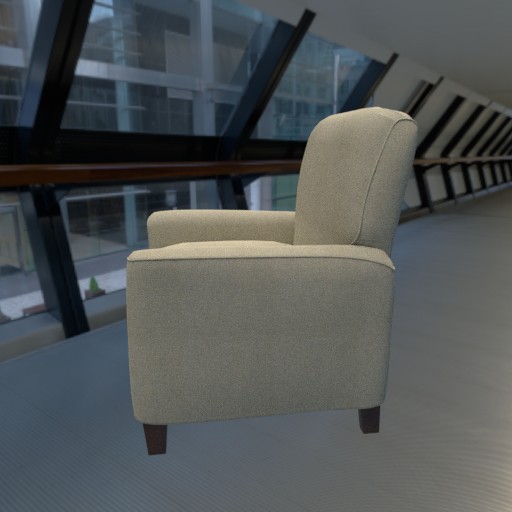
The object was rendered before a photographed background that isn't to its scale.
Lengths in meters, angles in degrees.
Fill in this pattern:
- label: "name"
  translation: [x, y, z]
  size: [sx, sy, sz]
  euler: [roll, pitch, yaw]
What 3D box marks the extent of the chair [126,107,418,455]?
- label: "chair"
  translation: [0.000, 0.000, 1.599]
  size: [0.853, 1.006, 0.850]
  euler: [-2, 14, -8]
